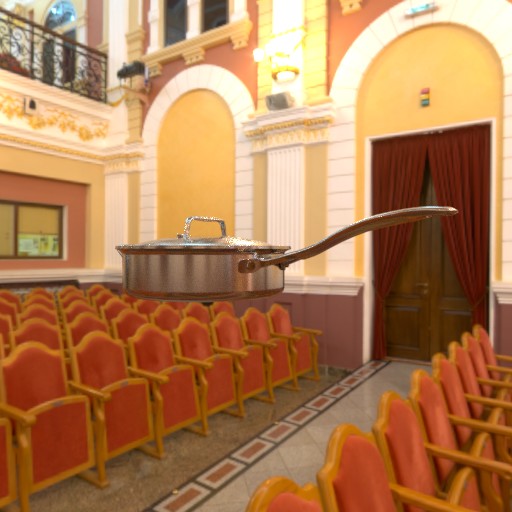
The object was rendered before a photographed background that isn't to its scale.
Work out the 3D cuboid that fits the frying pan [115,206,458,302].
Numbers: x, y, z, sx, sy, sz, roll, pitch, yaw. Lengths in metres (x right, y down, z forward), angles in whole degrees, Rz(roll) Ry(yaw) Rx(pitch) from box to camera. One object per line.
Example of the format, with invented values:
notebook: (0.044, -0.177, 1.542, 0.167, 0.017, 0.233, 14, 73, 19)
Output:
frying pan: (0.000, 0.000, 0.583, 0.492, 0.111, 0.245, 0, 1, 35)
